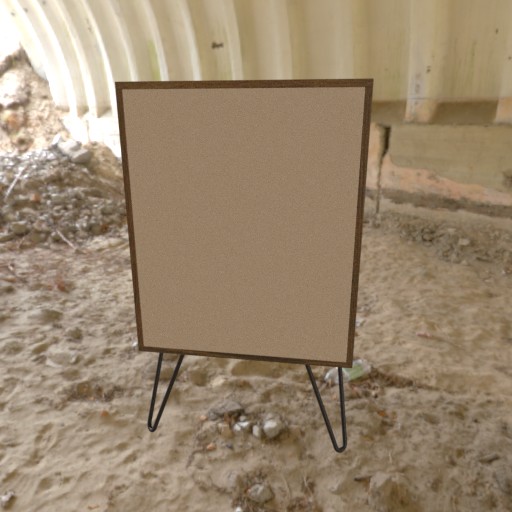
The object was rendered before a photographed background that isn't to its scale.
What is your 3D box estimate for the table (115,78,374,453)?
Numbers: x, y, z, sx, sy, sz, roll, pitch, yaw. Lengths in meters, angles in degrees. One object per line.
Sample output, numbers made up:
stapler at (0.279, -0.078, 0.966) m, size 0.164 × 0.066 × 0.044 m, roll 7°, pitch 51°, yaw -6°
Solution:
table at (0.000, 0.000, 1.215) m, size 0.526 × 0.866 × 0.457 m, roll 3°, pitch 18°, yaw 8°
